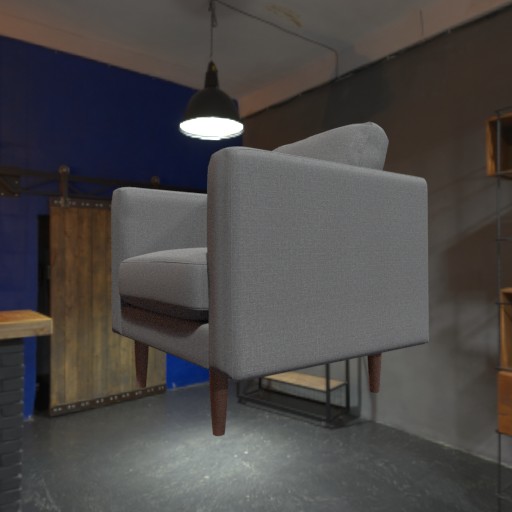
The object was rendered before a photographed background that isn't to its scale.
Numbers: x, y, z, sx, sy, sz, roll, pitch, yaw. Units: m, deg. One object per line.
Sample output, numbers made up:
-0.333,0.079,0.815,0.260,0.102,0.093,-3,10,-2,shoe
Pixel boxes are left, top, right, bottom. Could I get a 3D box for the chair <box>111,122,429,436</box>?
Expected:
0.000,0.000,1.544,0.800,0.927,0.854,0,-1,-36,chair
